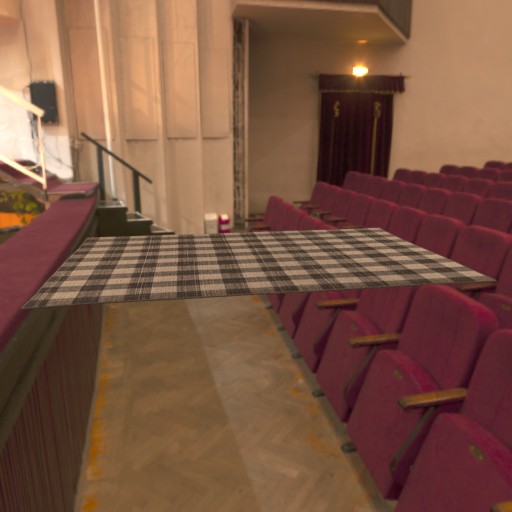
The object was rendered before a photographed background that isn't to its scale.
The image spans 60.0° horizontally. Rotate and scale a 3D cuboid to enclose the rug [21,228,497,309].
[{"bbox_3d":[0.000,0.000,2.993,2.476,0.011,1.554,-2,15,-9],"label":"rug"}]
